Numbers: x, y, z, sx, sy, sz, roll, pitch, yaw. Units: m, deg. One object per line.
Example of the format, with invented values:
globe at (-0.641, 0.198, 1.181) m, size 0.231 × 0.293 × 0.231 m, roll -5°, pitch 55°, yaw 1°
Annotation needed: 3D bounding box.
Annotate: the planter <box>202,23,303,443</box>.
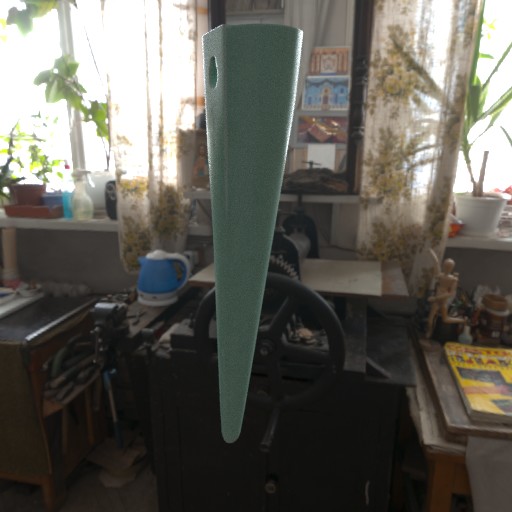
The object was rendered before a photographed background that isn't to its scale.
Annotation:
planter at (0.000, 0.000, 0.292) m, size 0.055 × 0.268 × 0.054 m, roll -7°, pitch 16°, yaw -26°
